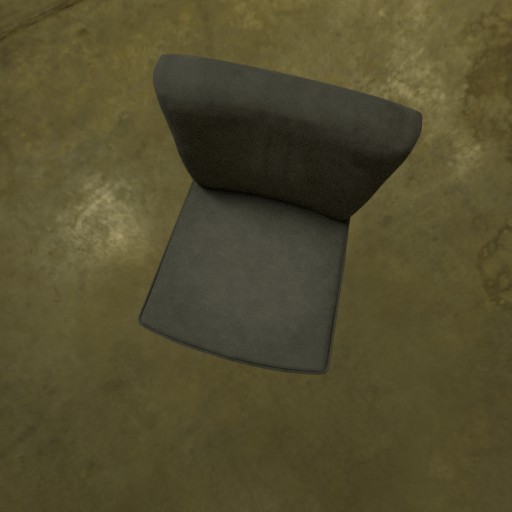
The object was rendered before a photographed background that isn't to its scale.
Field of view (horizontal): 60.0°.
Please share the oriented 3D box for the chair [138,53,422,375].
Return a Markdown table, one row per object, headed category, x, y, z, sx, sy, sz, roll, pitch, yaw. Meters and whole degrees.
| category | x | y | z | sx | sy | sz | roll | pitch | yaw |
| --- | --- | --- | --- | --- | --- | --- | --- | --- | --- |
| chair | 0.000 | 0.000 | 1.172 | 0.521 | 0.806 | 0.554 | 14 | 77 | 3 |
